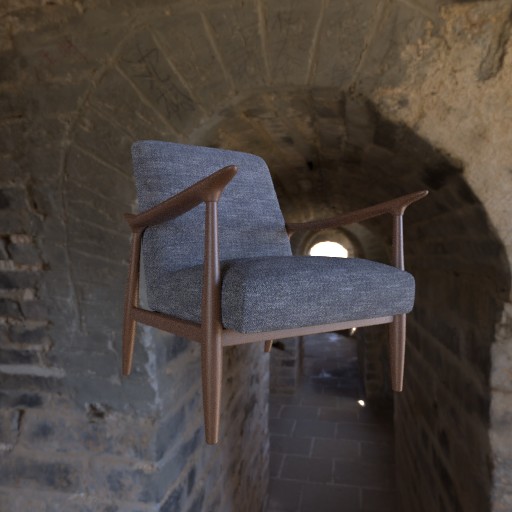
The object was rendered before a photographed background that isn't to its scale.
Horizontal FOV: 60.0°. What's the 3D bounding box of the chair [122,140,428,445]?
[{"bbox_3d":[0.000,0.000,1.426,0.741,0.832,0.798,0,1,-35],"label":"chair"}]
